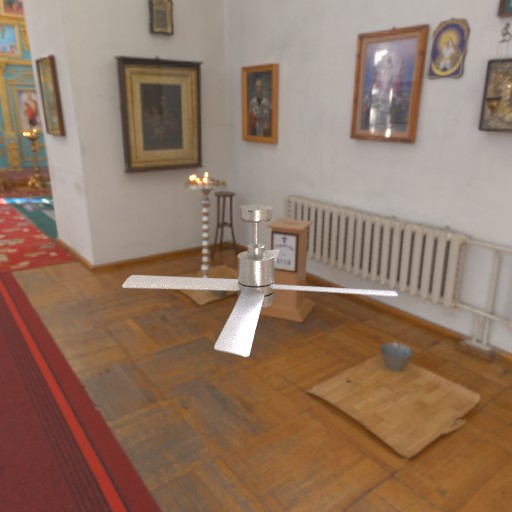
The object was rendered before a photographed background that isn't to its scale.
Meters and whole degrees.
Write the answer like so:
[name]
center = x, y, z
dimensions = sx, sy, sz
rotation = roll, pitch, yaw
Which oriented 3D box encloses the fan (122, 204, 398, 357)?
[fan]
center = 0.000, 0.000, 2.432
dimensions = 1.525, 0.539, 1.525
rotation = 2, 16, 8
